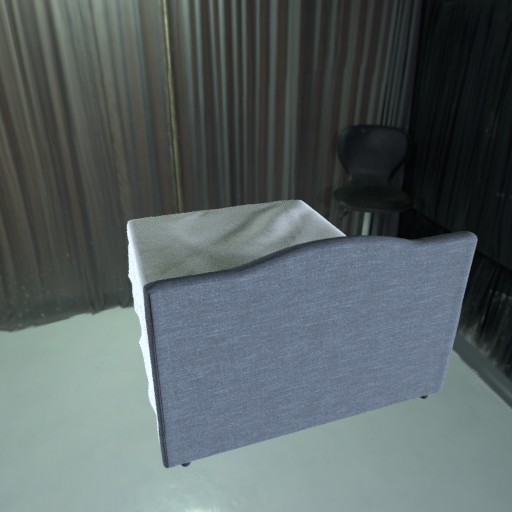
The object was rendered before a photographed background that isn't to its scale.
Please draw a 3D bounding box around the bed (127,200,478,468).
[{"bbox_3d":[0.000,0.000,3.883,2.161,1.457,2.689,-9,28,-17],"label":"bed"}]
